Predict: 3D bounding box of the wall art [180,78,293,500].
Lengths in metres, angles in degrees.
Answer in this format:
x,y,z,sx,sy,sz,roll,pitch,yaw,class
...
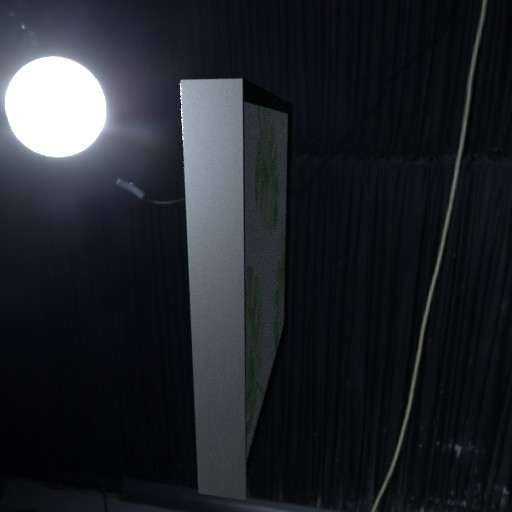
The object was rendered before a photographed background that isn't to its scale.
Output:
x,y,z,sx,sy,sz,roll,pitch,yaw,class
0.000,0.000,0.446,0.038,0.304,0.304,3,16,10,wall art
